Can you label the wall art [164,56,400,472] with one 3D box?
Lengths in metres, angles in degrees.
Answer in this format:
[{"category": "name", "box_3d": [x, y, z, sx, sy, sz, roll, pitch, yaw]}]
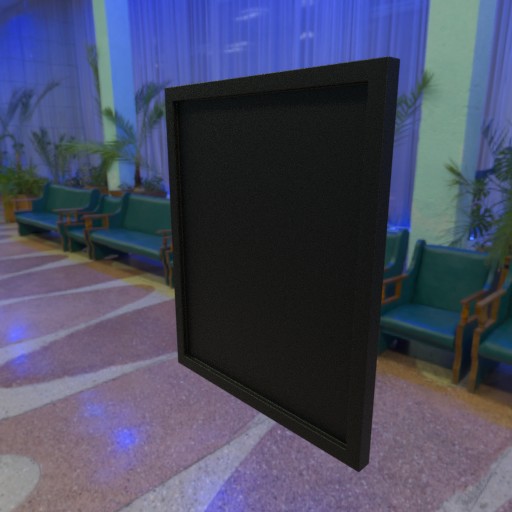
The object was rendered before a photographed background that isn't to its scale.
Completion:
[{"category": "wall art", "box_3d": [0.000, 0.000, 0.738, 0.028, 0.559, 0.457, -14, 20, -42]}]
